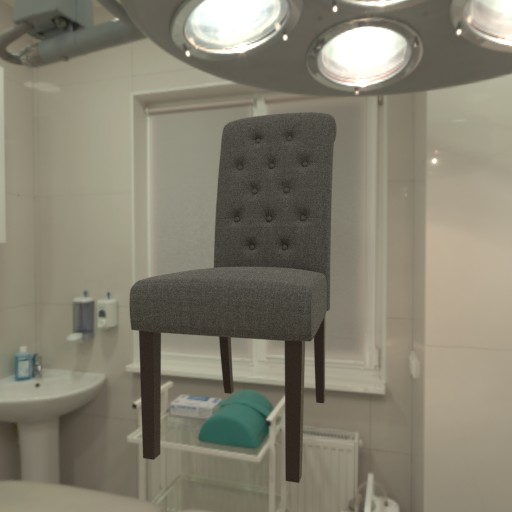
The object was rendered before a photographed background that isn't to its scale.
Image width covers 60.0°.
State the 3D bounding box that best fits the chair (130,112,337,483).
[{"bbox_3d":[0.000,0.000,1.352,0.456,1.006,0.671,0,2,17],"label":"chair"}]
